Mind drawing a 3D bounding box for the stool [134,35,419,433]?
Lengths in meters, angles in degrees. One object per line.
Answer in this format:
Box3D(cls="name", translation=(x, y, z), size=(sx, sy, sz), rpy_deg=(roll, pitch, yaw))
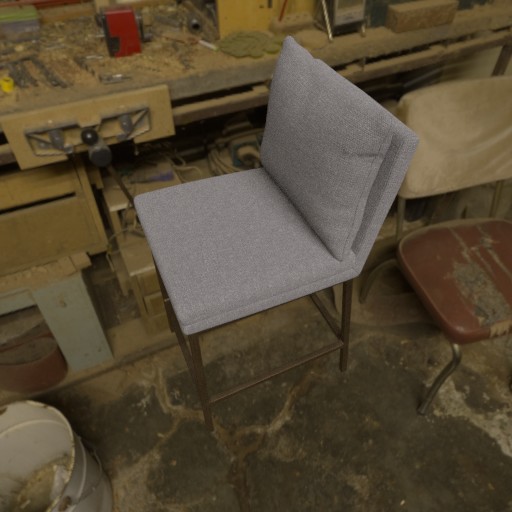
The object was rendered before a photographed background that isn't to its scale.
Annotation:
Box3D(cls="stool", translation=(0.000, 0.000, 1.291), size=(0.569, 1.031, 0.463), rpy_deg=(-18, 49, -16))
